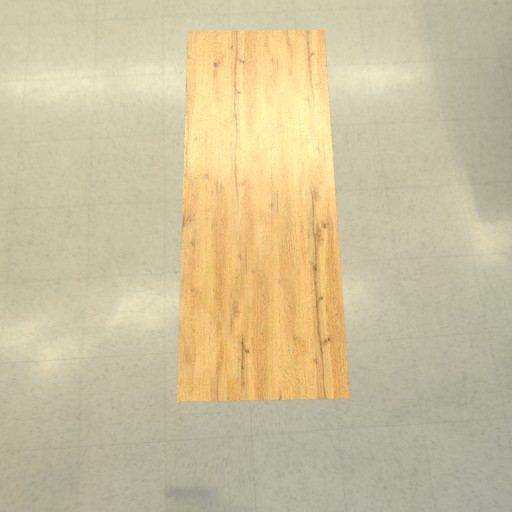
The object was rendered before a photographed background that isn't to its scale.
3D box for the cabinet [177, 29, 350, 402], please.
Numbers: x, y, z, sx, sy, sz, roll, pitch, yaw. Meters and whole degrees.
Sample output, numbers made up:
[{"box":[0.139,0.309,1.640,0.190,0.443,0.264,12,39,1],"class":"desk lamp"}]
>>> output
[{"box":[0.000,0.000,1.988,0.473,1.397,1.168,-1,75,0],"class":"cabinet"}]
